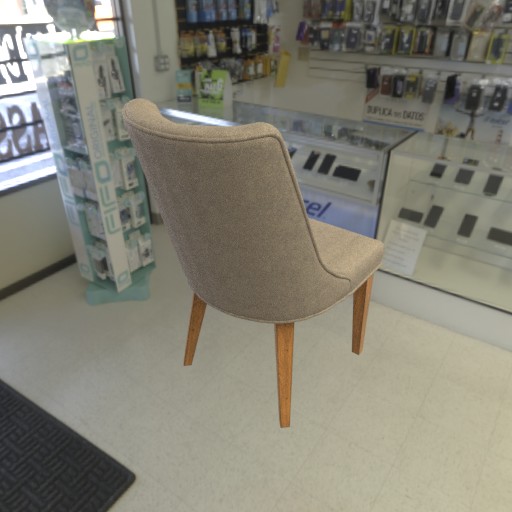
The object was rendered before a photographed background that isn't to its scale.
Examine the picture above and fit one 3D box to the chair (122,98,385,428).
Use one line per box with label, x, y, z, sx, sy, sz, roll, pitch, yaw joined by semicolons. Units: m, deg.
chair;0.000;0.000;1.311;0.548;0.916;0.636;22;37;32
